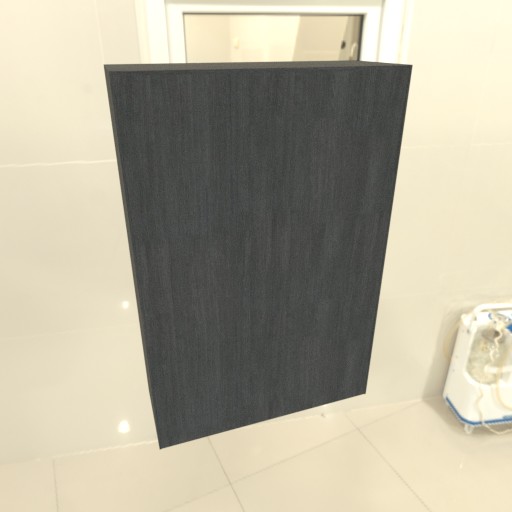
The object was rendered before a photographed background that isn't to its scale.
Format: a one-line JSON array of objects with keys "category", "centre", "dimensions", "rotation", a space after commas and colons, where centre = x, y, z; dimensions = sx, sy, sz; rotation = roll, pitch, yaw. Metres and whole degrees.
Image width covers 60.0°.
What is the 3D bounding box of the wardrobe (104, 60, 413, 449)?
[{"category": "wardrobe", "centre": [0.000, 0.000, 2.406], "dimensions": [1.290, 1.910, 0.510], "rotation": [-9, 27, -17]}]
